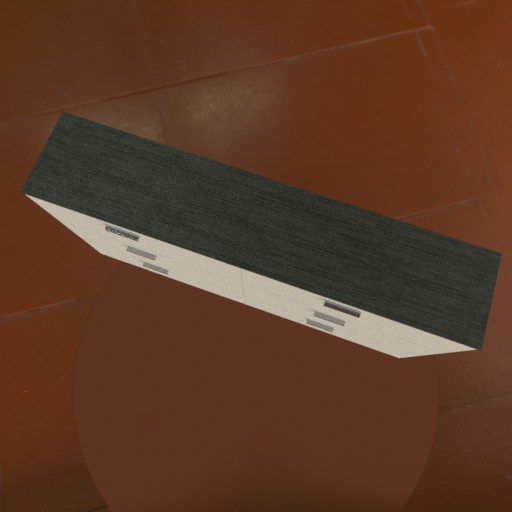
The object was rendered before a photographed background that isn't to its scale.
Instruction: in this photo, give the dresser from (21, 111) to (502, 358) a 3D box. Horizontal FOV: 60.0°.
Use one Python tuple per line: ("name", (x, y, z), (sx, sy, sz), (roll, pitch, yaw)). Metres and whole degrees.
("dresser", (0.000, 0.000, 1.809), (1.535, 0.790, 0.333), (19, 76, 5))
